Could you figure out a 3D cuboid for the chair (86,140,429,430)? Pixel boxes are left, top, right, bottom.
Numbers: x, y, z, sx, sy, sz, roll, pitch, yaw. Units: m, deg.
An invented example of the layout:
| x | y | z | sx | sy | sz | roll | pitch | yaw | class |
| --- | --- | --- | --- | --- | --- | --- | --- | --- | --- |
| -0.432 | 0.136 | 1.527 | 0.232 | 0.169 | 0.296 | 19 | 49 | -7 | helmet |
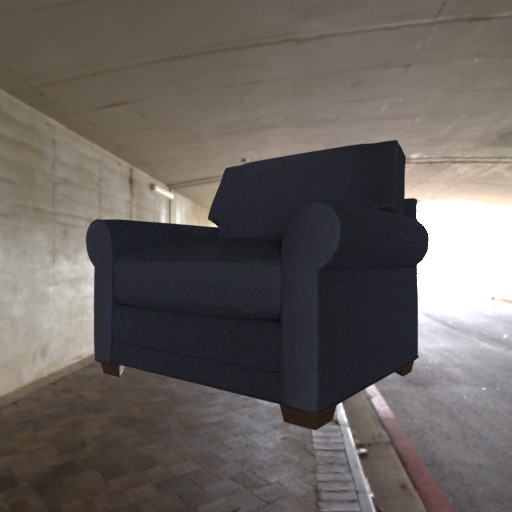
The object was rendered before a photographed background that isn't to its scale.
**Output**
| x | y | z | sx | sy | sz | roll | pitch | yaw | class |
| --- | --- | --- | --- | --- | --- | --- | --- | --- | --- |
| 0.000 | 0.000 | 1.967 | 1.285 | 1.044 | 0.963 | 0 | 0 | 37 | chair |
